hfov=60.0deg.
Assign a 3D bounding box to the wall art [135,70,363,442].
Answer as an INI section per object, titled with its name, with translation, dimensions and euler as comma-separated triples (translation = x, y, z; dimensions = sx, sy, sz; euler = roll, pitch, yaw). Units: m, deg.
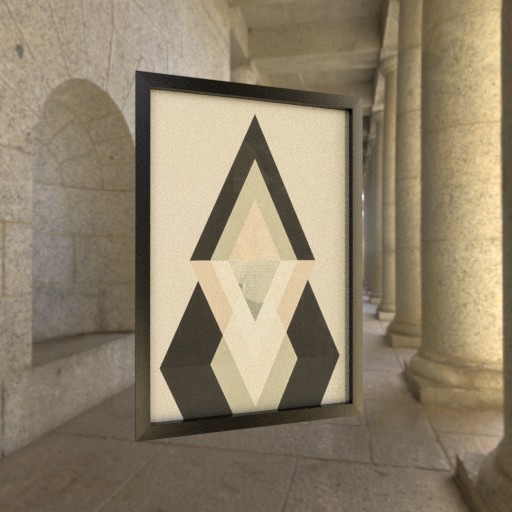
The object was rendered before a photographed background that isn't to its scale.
[wall art]
translation = 0.000, 0.000, 0.597
dimensions = 0.314, 0.455, 0.019
euler = 0, 0, -17
